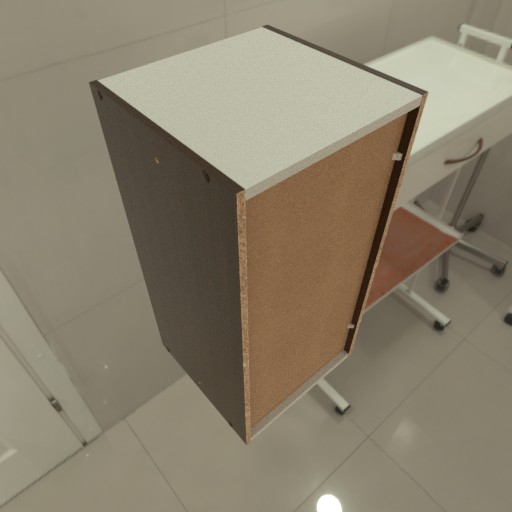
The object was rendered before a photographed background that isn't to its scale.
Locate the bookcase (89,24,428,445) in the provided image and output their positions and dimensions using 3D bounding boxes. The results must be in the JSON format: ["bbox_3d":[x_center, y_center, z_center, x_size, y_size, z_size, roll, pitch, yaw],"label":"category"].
[{"bbox_3d":[0.000,0.000,0.758,0.300,0.600,0.290,-32,54,-27],"label":"bookcase"}]
